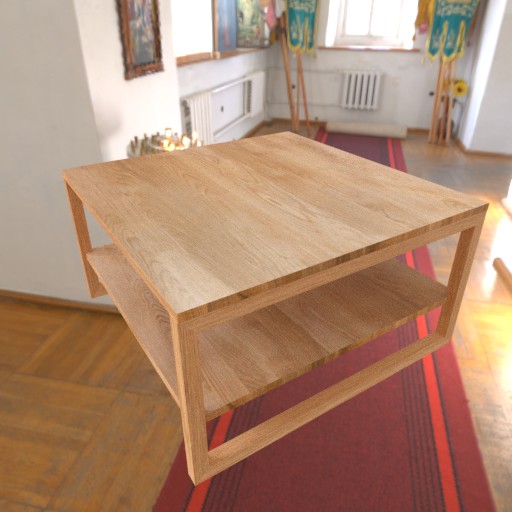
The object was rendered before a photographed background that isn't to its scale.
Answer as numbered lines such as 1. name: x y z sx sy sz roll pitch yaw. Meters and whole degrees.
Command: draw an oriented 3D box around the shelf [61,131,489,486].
1. shelf: 0.000 0.000 1.413 0.899 0.480 0.899 -18 34 -28
